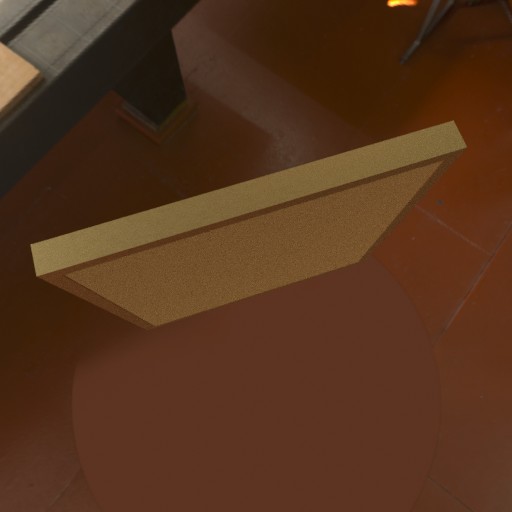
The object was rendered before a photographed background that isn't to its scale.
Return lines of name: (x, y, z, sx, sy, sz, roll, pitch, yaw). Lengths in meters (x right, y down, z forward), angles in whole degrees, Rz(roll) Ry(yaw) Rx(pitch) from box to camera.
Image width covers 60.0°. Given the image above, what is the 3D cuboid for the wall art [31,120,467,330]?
wall art: (0.000, 0.000, 1.889, 1.284, 1.284, 0.095, -17, 75, -5)
